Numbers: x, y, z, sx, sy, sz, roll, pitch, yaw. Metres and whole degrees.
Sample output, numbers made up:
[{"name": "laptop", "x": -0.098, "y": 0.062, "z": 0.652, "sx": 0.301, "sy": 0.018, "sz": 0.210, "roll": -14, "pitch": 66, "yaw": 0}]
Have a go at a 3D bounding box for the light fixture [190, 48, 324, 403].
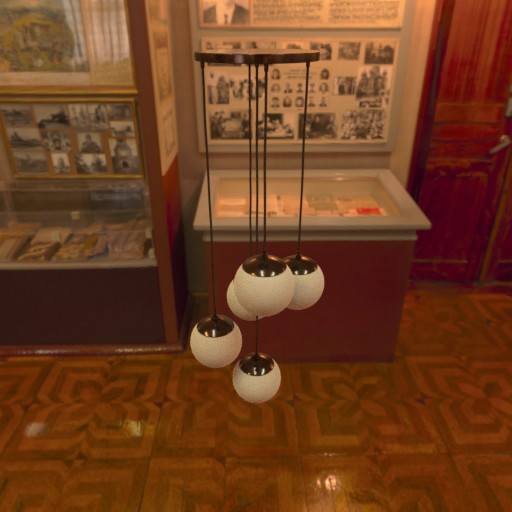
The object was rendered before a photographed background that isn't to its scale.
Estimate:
[{"name": "light fixture", "x": 0.000, "y": 0.000, "z": 1.511, "sx": 0.484, "sy": 1.271, "sz": 0.489, "roll": 0, "pitch": 27, "yaw": 1}]
